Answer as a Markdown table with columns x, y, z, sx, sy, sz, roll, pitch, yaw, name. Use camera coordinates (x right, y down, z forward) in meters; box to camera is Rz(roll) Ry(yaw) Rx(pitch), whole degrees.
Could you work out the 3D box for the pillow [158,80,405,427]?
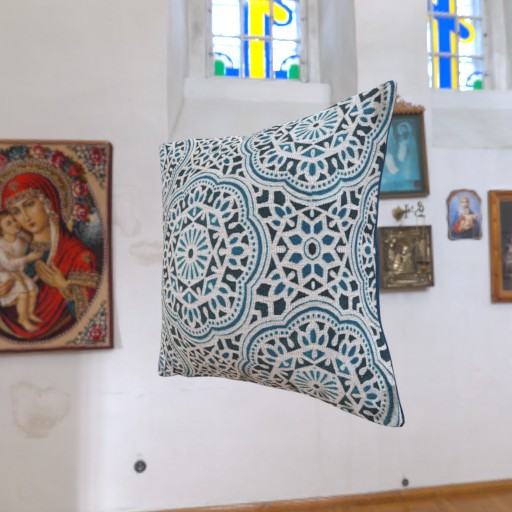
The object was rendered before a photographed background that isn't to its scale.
| x | y | z | sx | sy | sz | roll | pitch | yaw | name |
| --- | --- | --- | --- | --- | --- | --- | --- | --- | --- |
| 0.000 | 0.000 | 0.664 | 0.440 | 0.420 | 0.145 | -1 | -2 | 37 | pillow |
